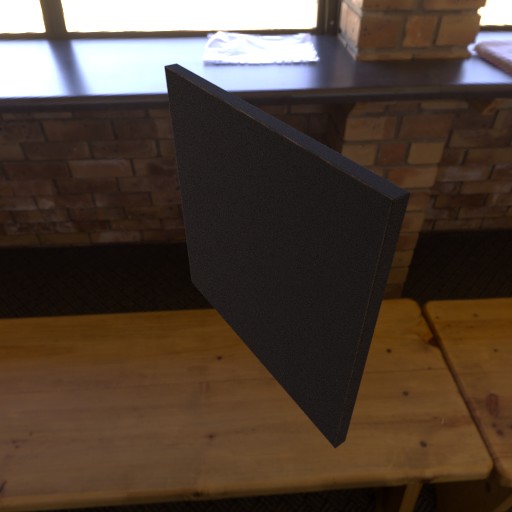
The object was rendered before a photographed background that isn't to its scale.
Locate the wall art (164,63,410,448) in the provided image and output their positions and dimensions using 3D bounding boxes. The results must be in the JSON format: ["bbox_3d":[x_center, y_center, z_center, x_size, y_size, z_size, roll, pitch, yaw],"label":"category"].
[{"bbox_3d":[0.000,0.000,0.457,0.015,0.303,0.304,-24,46,-26],"label":"wall art"}]
